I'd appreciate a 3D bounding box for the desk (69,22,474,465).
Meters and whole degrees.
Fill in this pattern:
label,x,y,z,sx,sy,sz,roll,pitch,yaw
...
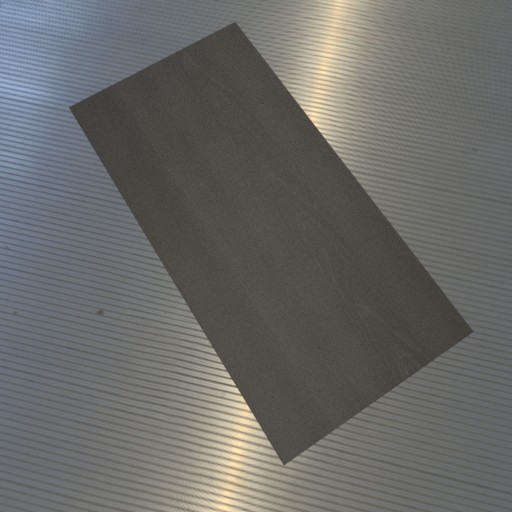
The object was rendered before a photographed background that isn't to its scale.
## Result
label,x,y,z,sx,sy,sz,roll,pitch,yaw
desk,0.000,0.000,1.415,0.499,0.762,0.991,-32,76,-9
